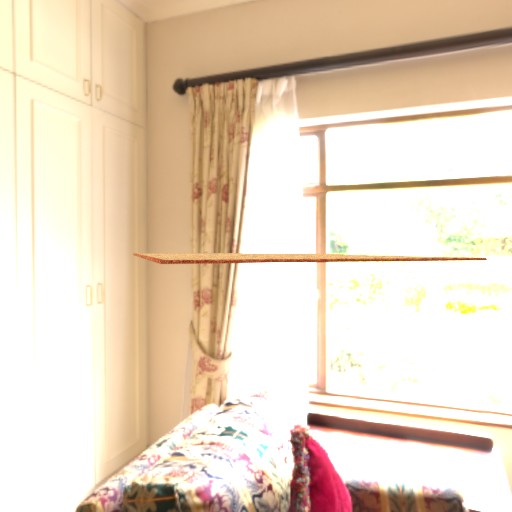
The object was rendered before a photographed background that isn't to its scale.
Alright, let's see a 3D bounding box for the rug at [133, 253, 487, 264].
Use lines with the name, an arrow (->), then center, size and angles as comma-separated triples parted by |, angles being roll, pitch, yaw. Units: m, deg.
rug -> 0.000, 0.000, 3.022 | 1.524, 0.015, 2.438 | 0, 1, -18
